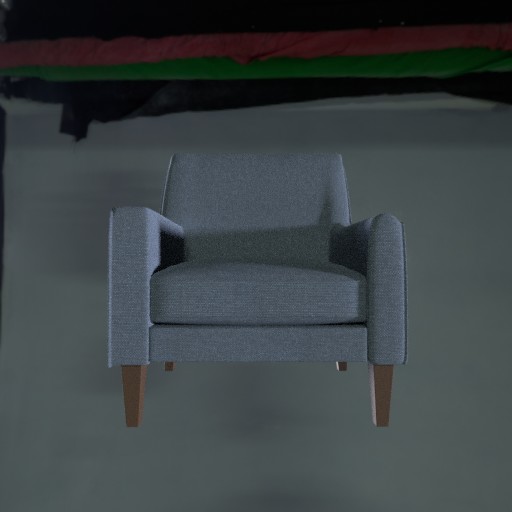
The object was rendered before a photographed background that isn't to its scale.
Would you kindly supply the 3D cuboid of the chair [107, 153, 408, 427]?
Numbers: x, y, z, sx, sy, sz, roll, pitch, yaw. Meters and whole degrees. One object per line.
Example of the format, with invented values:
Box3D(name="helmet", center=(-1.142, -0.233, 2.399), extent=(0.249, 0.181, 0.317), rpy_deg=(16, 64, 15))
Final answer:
Box3D(name="chair", center=(0.000, 0.000, 1.576), extent=(0.780, 0.919, 0.899), rpy_deg=(0, -1, 0))
